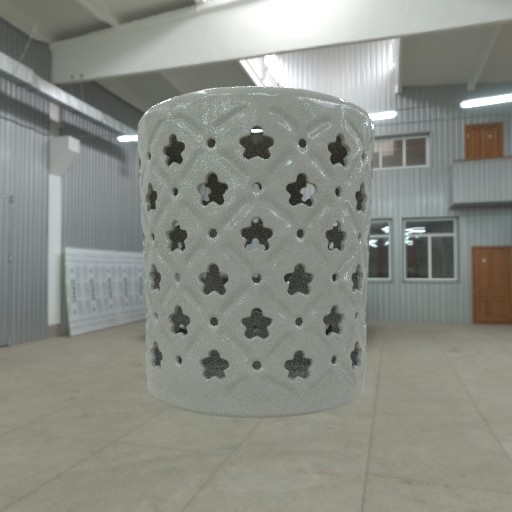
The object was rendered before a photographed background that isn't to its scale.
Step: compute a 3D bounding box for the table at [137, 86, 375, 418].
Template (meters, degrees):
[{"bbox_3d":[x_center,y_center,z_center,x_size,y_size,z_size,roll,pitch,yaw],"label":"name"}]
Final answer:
[{"bbox_3d":[0.000,0.000,0.670,0.352,0.387,0.352,0,-2,0],"label":"table"}]
